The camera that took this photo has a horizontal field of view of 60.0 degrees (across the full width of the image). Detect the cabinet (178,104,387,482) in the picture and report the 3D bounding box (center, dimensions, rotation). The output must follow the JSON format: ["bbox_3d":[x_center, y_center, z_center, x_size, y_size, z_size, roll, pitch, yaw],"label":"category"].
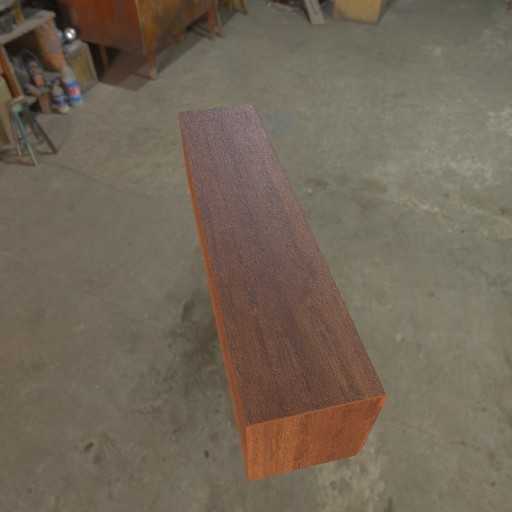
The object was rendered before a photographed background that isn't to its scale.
[{"bbox_3d":[0.000,0.000,1.866,0.419,0.510,1.600,-10,47,-9],"label":"cabinet"}]
